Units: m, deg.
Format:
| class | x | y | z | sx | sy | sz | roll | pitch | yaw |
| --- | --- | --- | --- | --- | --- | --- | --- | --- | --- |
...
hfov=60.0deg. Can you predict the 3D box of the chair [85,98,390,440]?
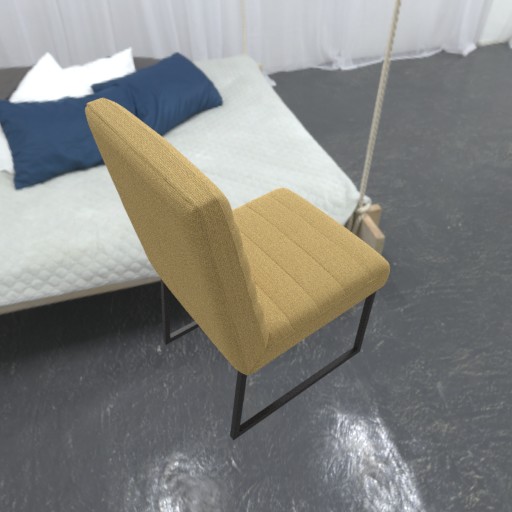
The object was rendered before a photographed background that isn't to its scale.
| class | x | y | z | sx | sy | sz | roll | pitch | yaw |
| --- | --- | --- | --- | --- | --- | --- | --- | --- | --- |
| chair | 0.000 | 0.000 | 1.301 | 0.634 | 0.930 | 0.520 | -27 | 49 | -26 |
